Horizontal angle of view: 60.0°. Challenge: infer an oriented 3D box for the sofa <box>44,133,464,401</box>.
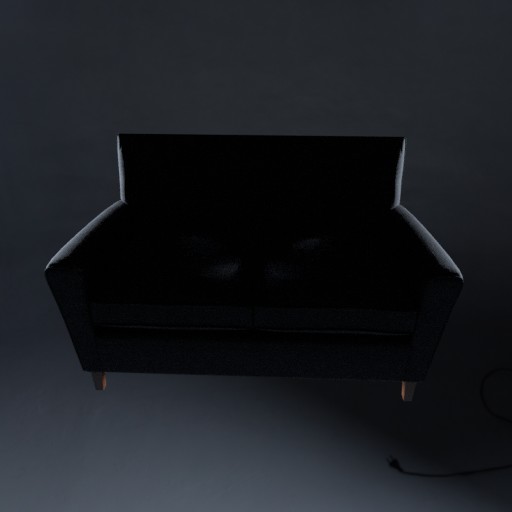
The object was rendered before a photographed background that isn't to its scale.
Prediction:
[{"bbox_3d":[0.000,0.000,1.934,1.420,0.846,0.875,1,30,2],"label":"sofa"}]
